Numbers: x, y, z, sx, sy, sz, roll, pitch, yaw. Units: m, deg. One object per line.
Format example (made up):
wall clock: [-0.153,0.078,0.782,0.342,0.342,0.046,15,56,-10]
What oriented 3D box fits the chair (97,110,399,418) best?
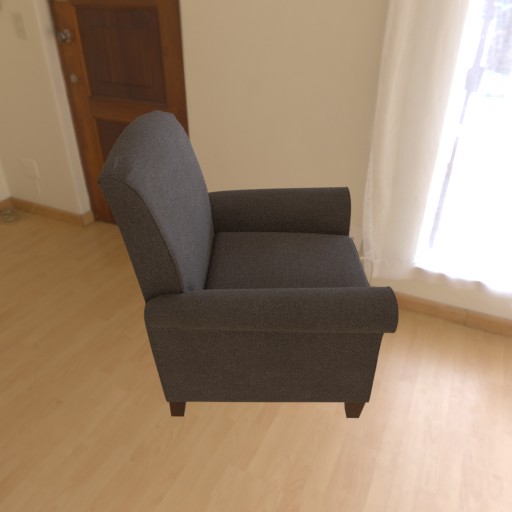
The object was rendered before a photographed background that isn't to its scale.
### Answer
chair: [0.000,0.000,1.783,0.905,1.061,0.978,0,31,0]
